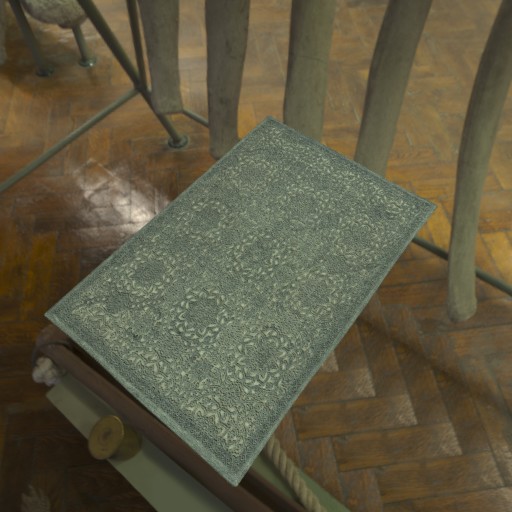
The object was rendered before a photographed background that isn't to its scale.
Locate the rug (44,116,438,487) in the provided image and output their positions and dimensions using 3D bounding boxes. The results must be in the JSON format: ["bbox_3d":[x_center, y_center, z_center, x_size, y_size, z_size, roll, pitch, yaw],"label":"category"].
[{"bbox_3d":[0.000,0.000,2.357,1.224,0.016,1.830,34,64,19],"label":"rug"}]
